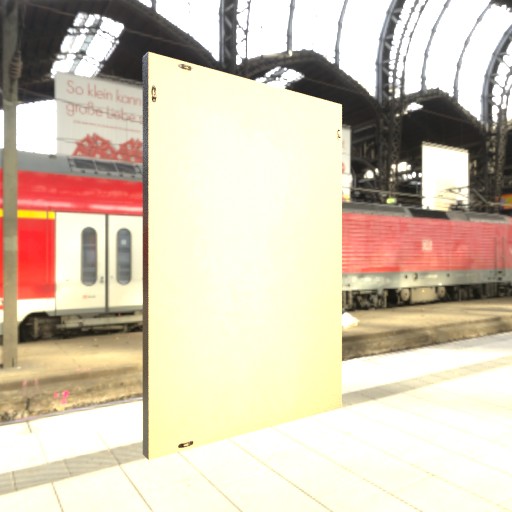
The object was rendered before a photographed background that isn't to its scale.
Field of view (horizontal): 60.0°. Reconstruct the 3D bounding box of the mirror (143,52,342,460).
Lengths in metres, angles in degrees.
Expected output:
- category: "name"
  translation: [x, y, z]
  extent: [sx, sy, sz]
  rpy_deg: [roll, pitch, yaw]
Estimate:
- category: "mirror"
  translation: [0.000, 0.000, 1.179]
  extent: [0.609, 0.915, 0.041]
  rpy_deg: [0, 0, -35]
